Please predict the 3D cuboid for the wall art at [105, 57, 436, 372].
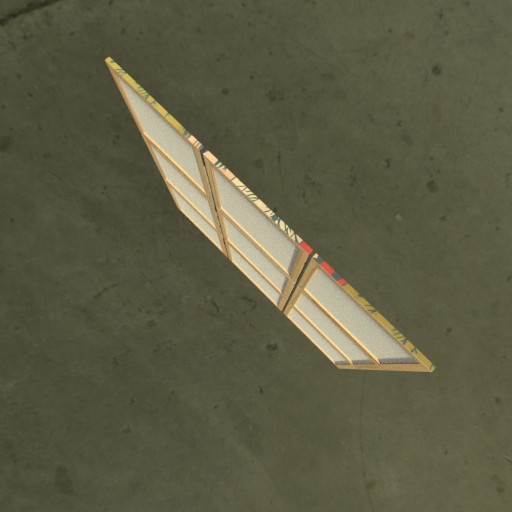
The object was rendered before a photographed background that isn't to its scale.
[{"bbox_3d":[0.000,0.000,1.311,0.013,0.913,0.904,-44,80,-10],"label":"wall art"}]
